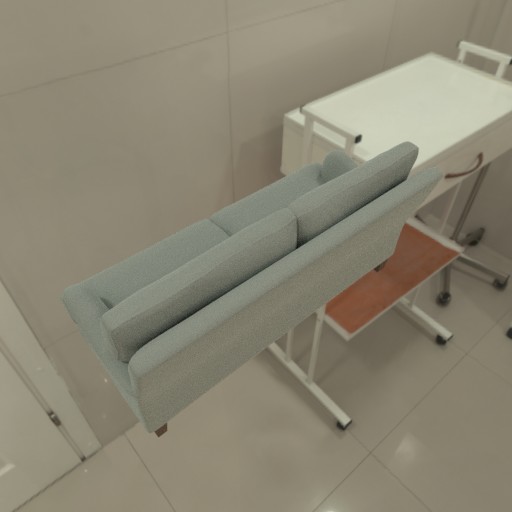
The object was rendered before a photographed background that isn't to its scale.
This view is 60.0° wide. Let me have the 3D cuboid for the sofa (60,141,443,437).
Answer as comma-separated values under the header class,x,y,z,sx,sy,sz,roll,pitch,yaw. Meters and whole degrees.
class,x,y,z,sx,sy,sz,roll,pitch,yaw
sofa,0.000,0.000,2.789,2.193,1.096,1.069,-31,53,-27
